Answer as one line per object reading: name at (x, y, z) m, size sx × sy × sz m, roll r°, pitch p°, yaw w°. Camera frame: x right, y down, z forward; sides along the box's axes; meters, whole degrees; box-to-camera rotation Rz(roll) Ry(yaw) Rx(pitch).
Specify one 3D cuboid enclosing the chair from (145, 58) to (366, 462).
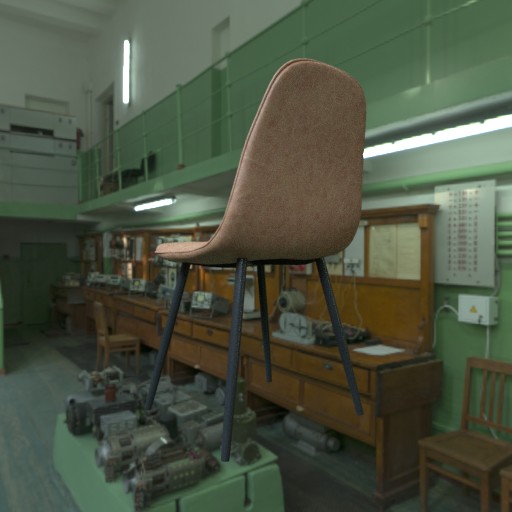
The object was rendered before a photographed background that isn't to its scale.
chair at (0.000, 0.000, 1.243) m, size 0.472 × 0.889 × 0.561 m, roll 0°, pitch 1°, yaw -38°
